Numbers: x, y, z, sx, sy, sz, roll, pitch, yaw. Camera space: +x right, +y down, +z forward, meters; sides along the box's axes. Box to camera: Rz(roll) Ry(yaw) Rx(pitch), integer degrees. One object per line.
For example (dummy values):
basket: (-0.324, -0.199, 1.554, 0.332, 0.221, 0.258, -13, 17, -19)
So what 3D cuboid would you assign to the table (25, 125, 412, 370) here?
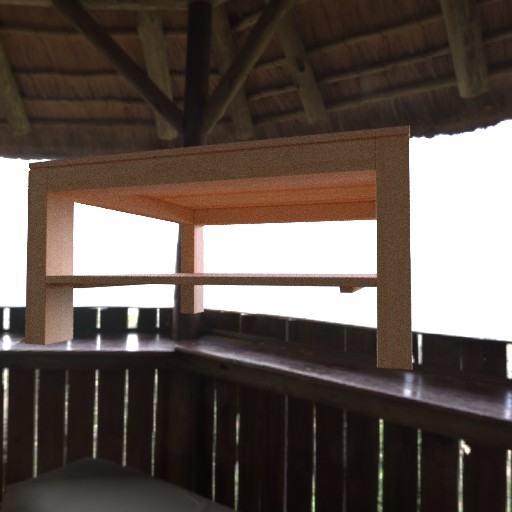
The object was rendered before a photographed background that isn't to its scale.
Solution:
table: (0.000, 0.000, 1.382, 0.900, 0.450, 0.900, -1, -2, 18)
